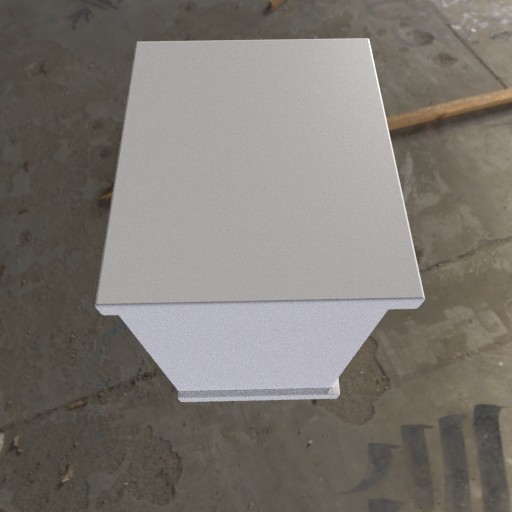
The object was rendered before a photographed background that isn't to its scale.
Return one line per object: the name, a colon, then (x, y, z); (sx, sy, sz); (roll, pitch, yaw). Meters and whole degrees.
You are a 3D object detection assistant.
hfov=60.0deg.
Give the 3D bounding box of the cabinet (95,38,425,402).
cabinet: (0.000, 0.000, 1.013); (0.431, 0.723, 0.520); (-1, 62, -1)
